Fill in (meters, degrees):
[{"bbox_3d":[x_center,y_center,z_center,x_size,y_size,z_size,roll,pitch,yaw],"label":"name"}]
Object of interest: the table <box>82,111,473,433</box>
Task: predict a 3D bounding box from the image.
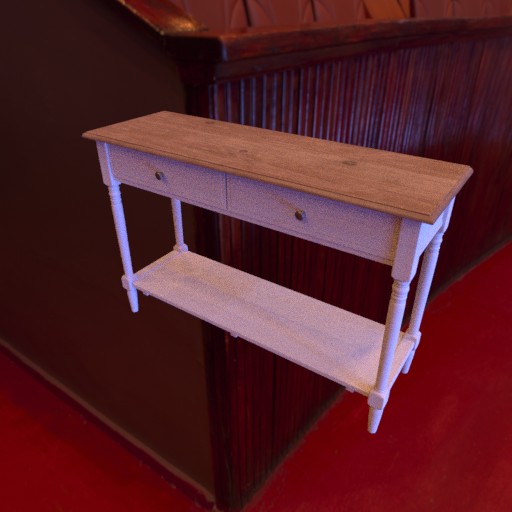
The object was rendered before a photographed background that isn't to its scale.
[{"bbox_3d":[0.000,0.000,1.609,1.219,0.800,0.399,19,36,29],"label":"table"}]
